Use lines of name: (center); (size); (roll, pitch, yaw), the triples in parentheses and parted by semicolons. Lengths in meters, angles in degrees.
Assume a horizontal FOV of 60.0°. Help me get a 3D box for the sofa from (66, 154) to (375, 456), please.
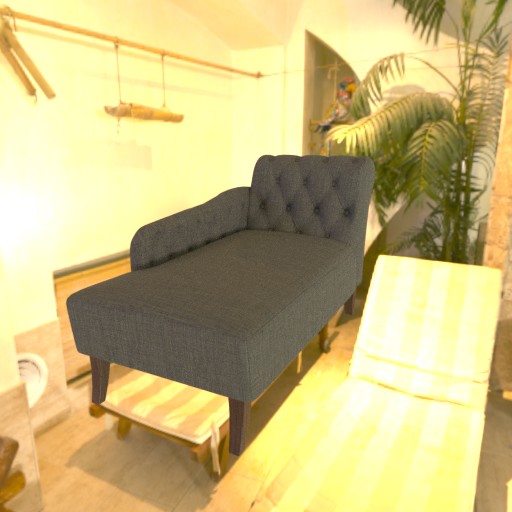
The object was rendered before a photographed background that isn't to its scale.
sofa: (0.000, 0.000, 1.842); (0.675, 0.787, 1.379); (8, 16, 27)
